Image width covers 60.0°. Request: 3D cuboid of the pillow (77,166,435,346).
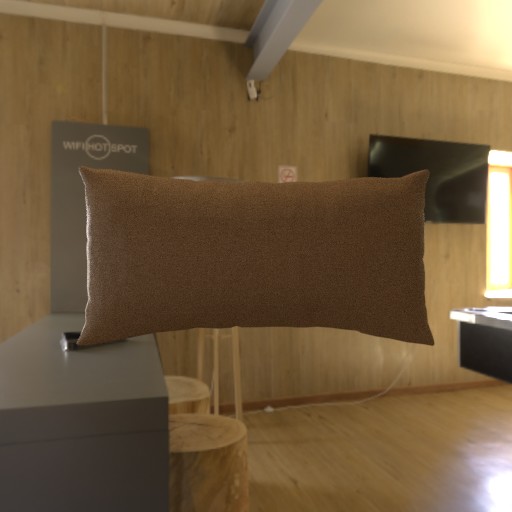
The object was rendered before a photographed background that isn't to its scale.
[{"bbox_3d":[0.000,0.000,0.760,0.612,0.308,0.148,0,0,0],"label":"pillow"}]
